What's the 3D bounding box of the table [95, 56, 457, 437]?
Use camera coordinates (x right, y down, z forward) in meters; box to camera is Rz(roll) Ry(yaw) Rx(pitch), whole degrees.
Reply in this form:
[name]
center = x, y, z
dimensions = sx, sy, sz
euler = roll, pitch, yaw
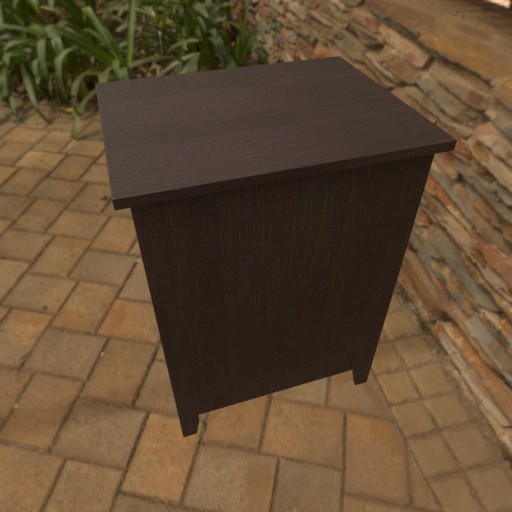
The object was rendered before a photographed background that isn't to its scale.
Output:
[table]
center = 0.000, 0.000, 0.923
dimensions = 0.480, 0.635, 0.381
euler = -12, 43, -13
